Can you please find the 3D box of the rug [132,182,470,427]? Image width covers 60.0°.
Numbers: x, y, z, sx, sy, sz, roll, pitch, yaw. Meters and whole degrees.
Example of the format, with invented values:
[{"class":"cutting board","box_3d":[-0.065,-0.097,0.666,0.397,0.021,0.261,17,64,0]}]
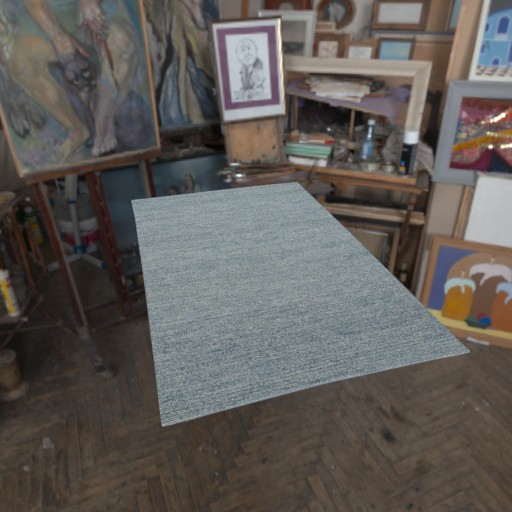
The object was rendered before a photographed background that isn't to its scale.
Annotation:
[{"class":"rug","box_3d":[0.000,0.000,2.311,1.174,0.022,1.853,-9,32,-14]}]
